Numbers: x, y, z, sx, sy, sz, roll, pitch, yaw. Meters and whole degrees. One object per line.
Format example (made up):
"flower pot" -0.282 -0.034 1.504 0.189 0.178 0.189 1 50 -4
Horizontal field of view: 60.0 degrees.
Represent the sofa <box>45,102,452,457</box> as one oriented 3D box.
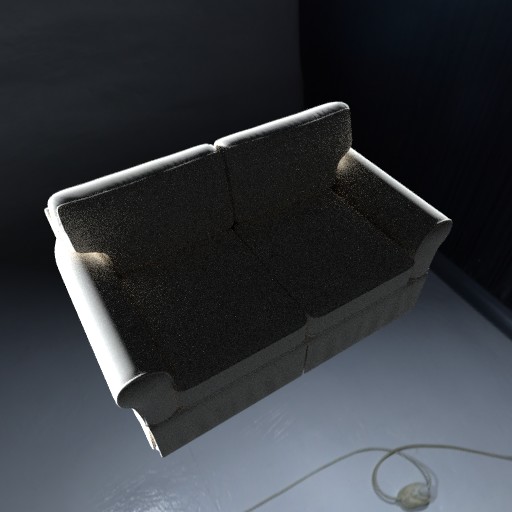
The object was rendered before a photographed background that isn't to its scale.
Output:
"sofa" 0.000 0.000 2.236 1.727 0.940 0.991 -24 51 -21
